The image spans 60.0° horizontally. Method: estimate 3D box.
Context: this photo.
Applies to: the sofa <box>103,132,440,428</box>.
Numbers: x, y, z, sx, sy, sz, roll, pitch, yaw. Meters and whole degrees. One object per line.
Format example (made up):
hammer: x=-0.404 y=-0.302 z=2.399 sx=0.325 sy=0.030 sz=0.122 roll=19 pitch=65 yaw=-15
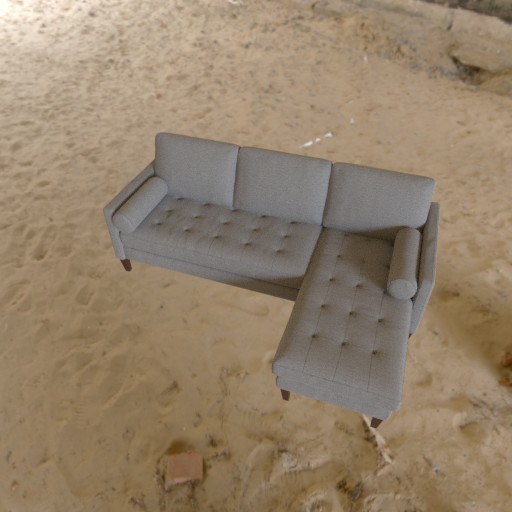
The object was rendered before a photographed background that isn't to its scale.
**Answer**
sofa: x=0.000 y=0.000 z=2.902 sx=2.178 sy=0.875 sz=1.506 roll=13 pitch=44 yaw=14
